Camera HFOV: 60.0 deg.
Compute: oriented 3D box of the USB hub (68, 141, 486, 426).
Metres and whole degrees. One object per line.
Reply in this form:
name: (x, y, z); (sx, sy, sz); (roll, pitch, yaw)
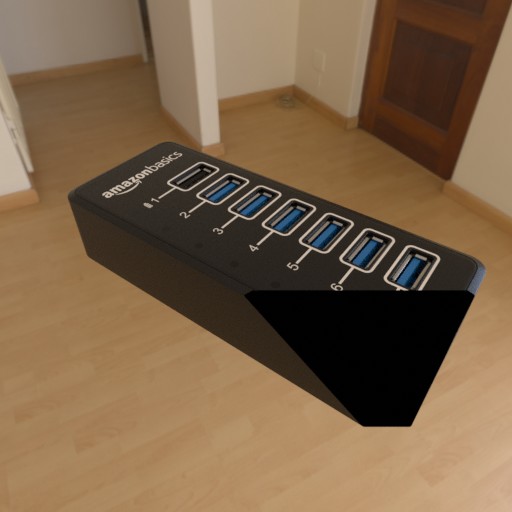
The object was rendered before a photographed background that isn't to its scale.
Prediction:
USB hub: (0.000, 0.000, 0.126); (0.110, 0.023, 0.044); (26, 48, 26)
